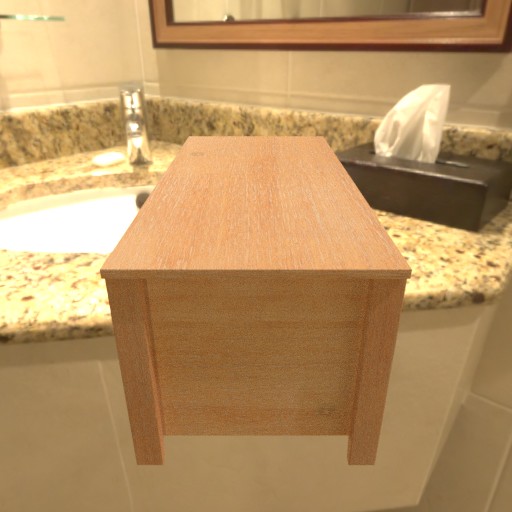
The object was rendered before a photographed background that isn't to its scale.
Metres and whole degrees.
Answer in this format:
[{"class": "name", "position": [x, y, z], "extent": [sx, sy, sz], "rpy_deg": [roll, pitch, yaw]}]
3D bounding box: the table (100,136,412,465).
[{"class": "table", "position": [0.000, 0.000, 1.240], "extent": [0.483, 0.457, 1.016], "rpy_deg": [0, 26, 0]}]
